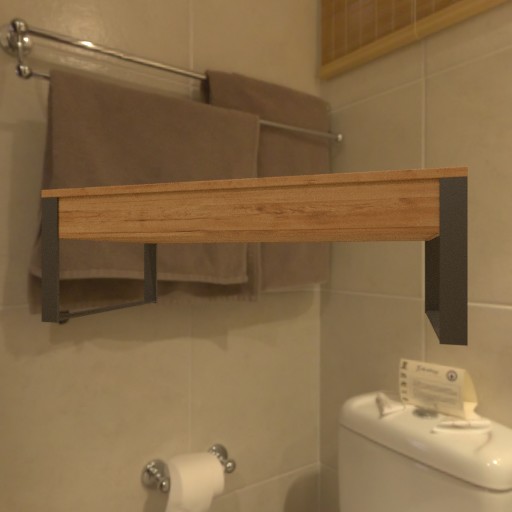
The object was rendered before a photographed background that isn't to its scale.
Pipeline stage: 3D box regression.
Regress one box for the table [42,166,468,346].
[{"bbox_3d":[0.000,0.000,1.447,1.180,0.400,0.590,0,0,18],"label":"table"}]
